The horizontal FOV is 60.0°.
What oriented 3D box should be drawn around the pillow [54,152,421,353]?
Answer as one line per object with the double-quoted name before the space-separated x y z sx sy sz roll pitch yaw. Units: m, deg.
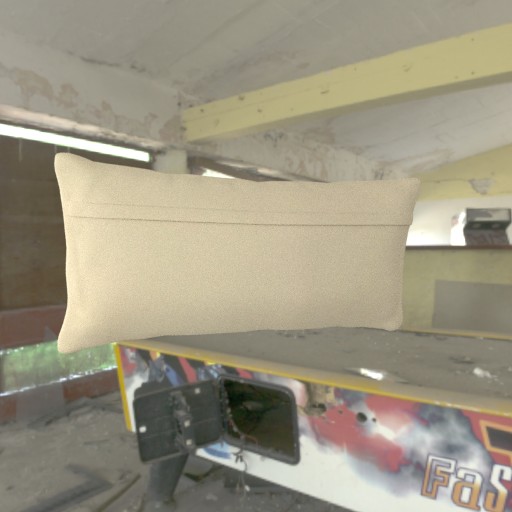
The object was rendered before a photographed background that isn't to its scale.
"pillow" 0.000 0.000 0.735 0.609 0.292 0.155 0 0 -18
